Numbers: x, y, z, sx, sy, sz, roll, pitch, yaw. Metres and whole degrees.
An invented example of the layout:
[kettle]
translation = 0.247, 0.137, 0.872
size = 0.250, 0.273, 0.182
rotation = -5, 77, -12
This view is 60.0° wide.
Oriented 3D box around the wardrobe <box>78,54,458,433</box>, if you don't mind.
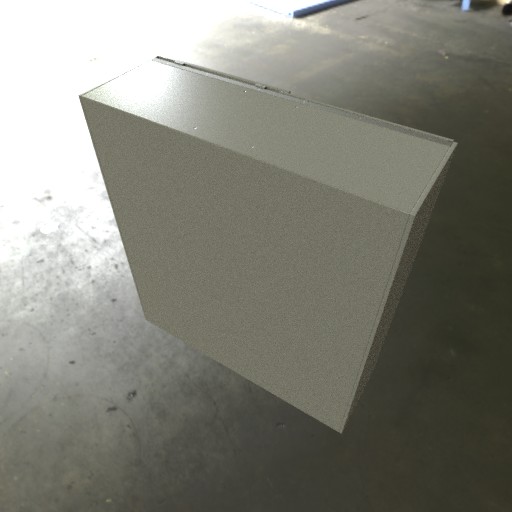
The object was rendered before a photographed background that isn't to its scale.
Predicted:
[wardrobe]
translation = 0.000, 0.000, 2.840
size = 1.780, 1.960, 0.629
rotation = 24, 51, 22
